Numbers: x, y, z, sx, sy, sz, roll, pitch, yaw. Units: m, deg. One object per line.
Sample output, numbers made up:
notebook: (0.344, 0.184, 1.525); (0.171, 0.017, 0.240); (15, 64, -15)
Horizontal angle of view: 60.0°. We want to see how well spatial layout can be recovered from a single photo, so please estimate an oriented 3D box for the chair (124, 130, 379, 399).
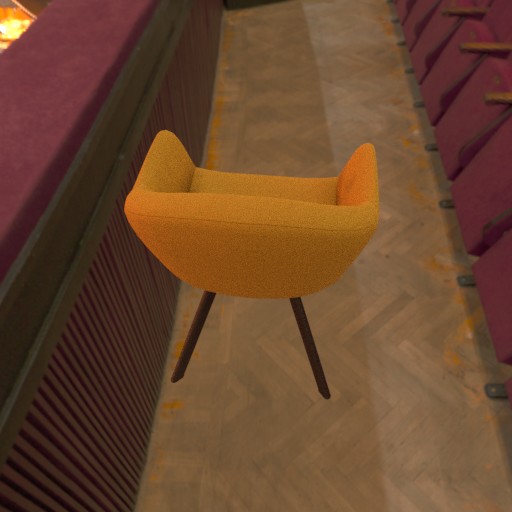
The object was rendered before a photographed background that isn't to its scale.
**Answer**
chair: (0.000, 0.000, 1.150); (0.545, 0.775, 0.565); (5, 48, 4)
